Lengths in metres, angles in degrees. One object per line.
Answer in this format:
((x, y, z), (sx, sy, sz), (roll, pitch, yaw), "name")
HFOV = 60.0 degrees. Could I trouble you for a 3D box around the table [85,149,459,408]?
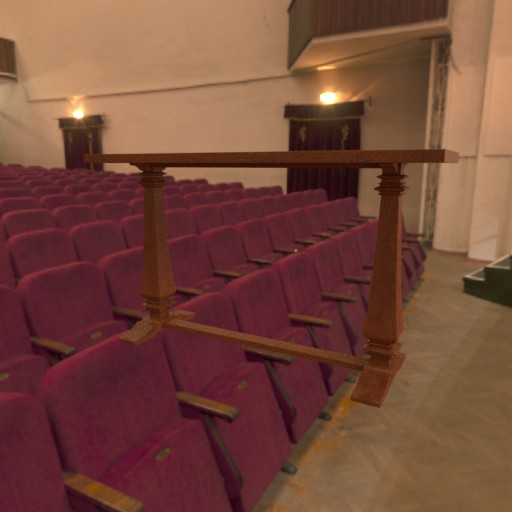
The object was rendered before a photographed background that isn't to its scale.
((0.000, 0.000, 1.890), (1.478, 0.852, 0.461), (6, 13, 28), "table")
